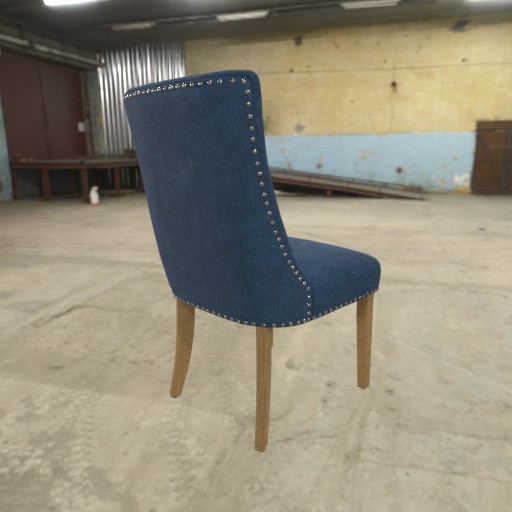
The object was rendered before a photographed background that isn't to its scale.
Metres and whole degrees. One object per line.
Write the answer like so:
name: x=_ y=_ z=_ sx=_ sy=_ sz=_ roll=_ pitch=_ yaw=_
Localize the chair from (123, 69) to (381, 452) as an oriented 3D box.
chair: x=0.000 y=0.000 z=1.279 sx=0.495 sy=0.902 sz=0.610 roll=13 pitch=18 yaw=43
